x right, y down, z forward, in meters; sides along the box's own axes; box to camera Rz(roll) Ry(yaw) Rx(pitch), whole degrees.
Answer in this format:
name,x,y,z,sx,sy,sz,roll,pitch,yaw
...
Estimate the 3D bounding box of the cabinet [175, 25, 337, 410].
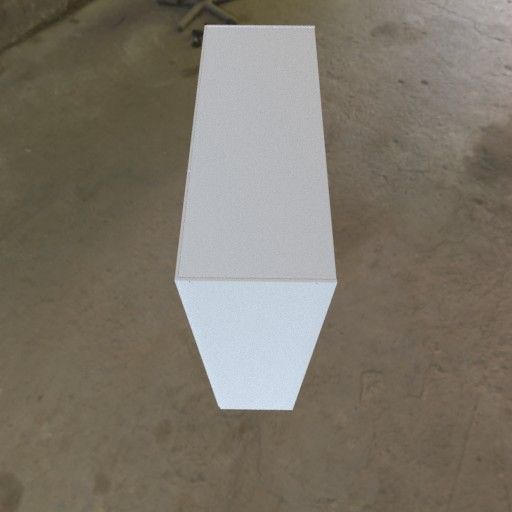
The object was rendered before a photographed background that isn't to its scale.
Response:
name,x,y,z,sx,sy,sz,roll,pitch,yaw
cabinet,0.000,0.000,2.495,0.510,1.910,1.290,1,60,0
